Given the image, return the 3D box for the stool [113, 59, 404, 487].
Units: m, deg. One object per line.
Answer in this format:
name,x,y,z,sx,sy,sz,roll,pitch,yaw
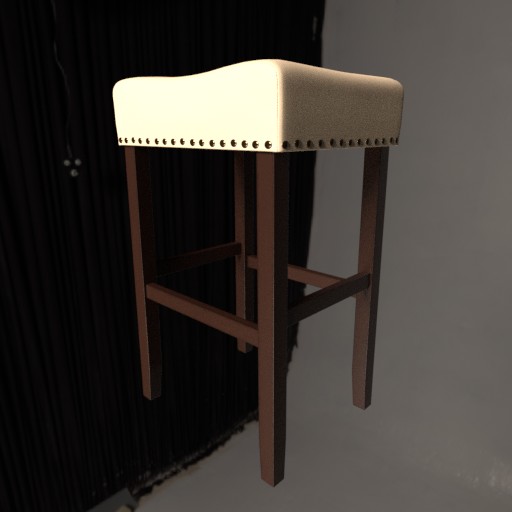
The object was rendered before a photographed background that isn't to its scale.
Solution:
stool,0.000,0.000,1.016,0.471,0.762,0.401,15,21,41
